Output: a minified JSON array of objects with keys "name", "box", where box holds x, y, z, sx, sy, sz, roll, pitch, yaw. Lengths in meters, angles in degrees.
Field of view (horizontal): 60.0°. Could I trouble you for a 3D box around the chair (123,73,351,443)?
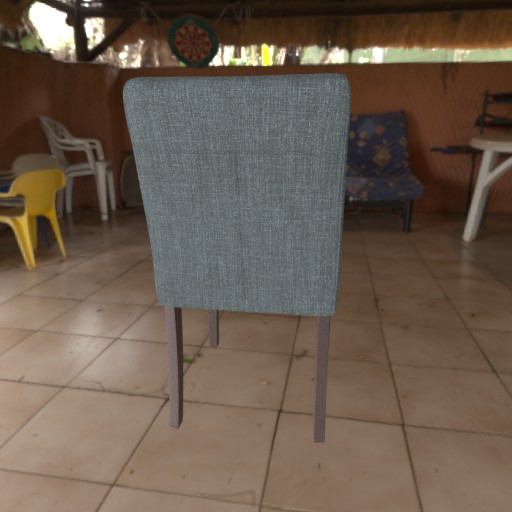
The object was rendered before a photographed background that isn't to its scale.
[{"name":"chair","box":[0.000,0.000,1.236,0.487,0.884,0.629,3,16,9]}]
